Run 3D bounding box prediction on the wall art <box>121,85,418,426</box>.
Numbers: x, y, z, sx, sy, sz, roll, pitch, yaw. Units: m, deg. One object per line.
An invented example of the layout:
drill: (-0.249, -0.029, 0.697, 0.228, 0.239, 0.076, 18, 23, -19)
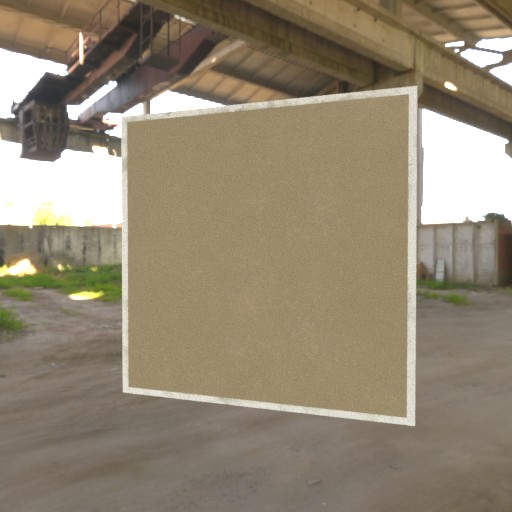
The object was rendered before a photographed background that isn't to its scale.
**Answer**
wall art: (0.000, 0.000, 1.119, 0.760, 0.757, 0.038, 0, 1, 18)
